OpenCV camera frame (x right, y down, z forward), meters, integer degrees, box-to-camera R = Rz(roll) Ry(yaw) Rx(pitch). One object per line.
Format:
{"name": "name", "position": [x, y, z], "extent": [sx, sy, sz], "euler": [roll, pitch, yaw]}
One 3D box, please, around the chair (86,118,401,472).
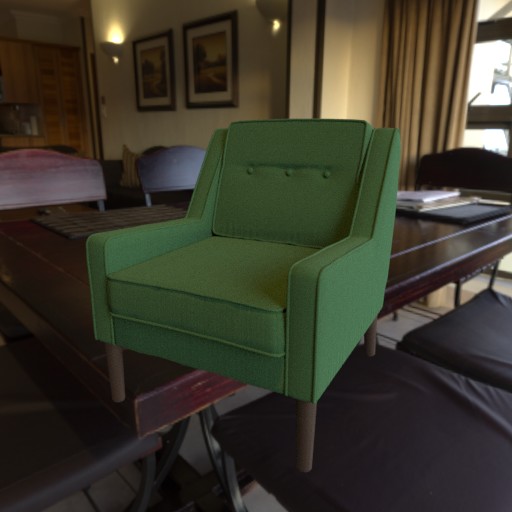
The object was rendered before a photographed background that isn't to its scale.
{"name": "chair", "position": [0.000, 0.000, 1.320], "extent": [0.663, 0.792, 0.743], "euler": [8, 18, 27]}
